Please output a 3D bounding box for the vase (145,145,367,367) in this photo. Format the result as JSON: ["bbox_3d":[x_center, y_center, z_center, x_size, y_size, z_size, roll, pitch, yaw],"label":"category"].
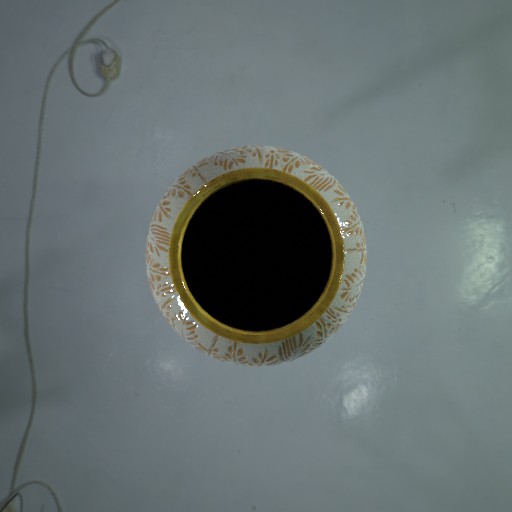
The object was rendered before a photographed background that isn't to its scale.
[{"bbox_3d":[0.000,0.000,0.374,0.172,0.270,0.172,0,90,0],"label":"vase"}]
